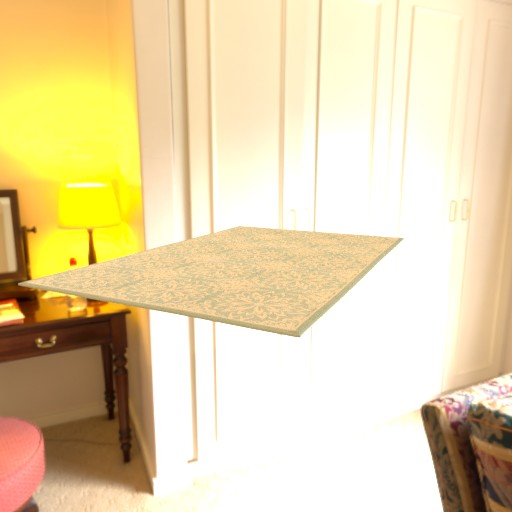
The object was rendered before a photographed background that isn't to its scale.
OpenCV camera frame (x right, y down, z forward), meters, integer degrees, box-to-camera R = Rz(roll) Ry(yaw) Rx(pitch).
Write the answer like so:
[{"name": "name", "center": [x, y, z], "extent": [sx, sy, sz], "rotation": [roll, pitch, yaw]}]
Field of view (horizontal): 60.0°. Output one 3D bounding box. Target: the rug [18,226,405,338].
[{"name": "rug", "center": [0.000, 0.000, 3.460], "extent": [1.819, 0.018, 2.746], "rotation": [6, 13, 26]}]
